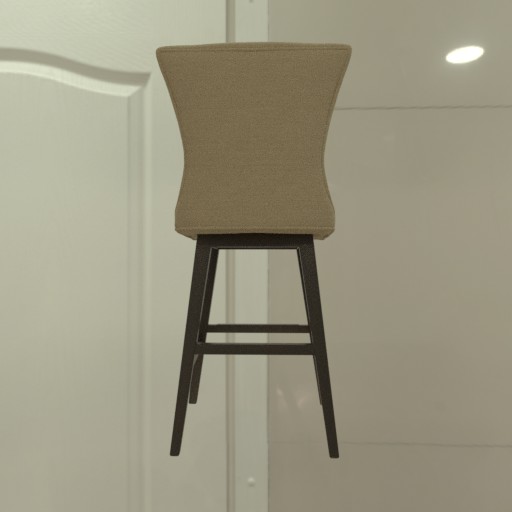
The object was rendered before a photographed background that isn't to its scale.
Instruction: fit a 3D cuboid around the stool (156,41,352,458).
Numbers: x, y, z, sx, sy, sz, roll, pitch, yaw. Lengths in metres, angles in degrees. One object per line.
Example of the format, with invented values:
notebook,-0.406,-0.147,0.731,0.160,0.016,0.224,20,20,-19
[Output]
stool,0.000,0.000,1.374,0.514,1.086,0.574,0,-1,2
